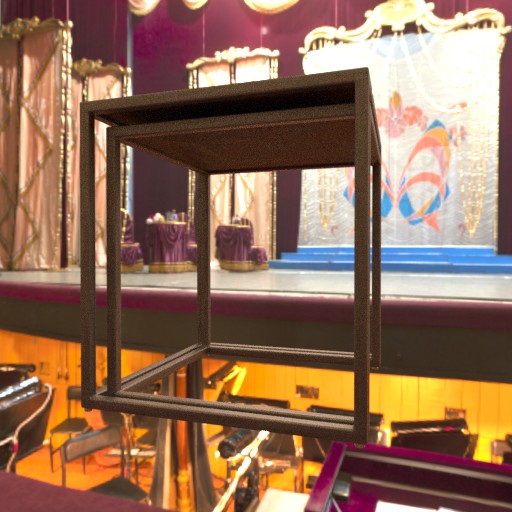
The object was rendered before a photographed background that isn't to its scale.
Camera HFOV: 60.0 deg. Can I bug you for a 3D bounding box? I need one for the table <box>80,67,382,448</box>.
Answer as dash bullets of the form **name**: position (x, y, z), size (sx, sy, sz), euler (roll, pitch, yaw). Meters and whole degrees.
- **table**: position (0.000, 0.000, 0.855), size (0.449, 0.500, 0.450), euler (0, 1, 18)
